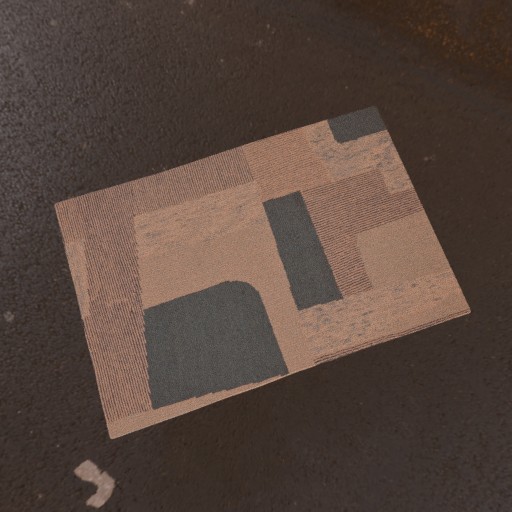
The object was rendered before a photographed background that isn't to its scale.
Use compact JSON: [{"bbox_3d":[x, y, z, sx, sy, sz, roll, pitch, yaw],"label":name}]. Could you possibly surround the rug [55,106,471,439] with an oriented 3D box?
[{"bbox_3d":[0.000,0.000,2.283,1.847,0.020,1.238,-18,76,-5],"label":"rug"}]
